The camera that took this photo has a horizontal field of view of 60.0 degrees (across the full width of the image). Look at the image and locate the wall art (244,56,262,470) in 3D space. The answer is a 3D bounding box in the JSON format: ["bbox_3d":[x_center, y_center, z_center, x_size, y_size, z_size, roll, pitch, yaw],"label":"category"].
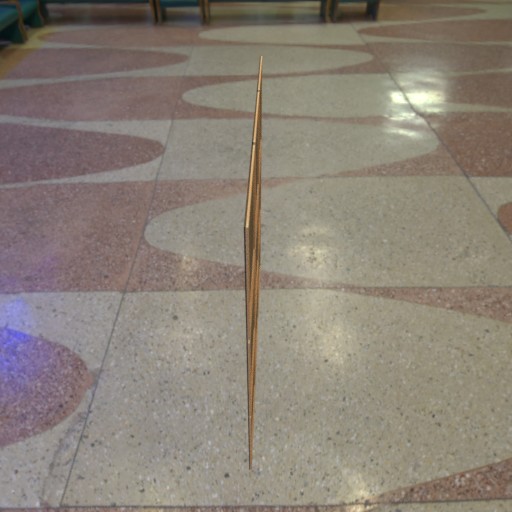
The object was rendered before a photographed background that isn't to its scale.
[{"bbox_3d":[0.000,0.000,2.301,0.013,1.525,1.520,1,41,2],"label":"wall art"}]
